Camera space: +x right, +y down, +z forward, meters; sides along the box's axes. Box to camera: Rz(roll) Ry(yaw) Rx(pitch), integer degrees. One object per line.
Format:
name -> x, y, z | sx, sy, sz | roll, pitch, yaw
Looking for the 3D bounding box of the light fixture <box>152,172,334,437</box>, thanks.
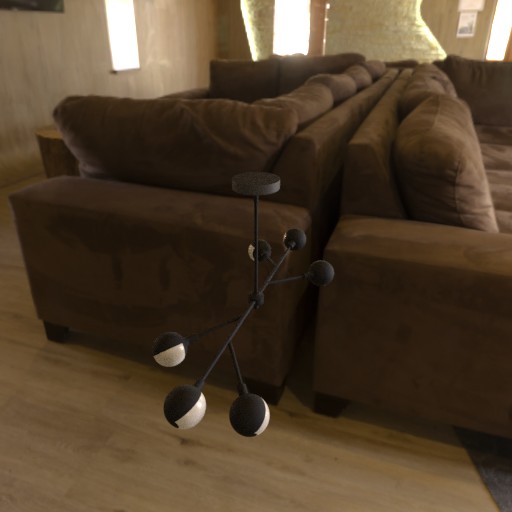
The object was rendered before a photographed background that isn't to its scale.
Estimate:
light fixture -> 0.000, 0.000, 1.009 | 0.434, 0.362, 0.778 | 17, 31, 31
